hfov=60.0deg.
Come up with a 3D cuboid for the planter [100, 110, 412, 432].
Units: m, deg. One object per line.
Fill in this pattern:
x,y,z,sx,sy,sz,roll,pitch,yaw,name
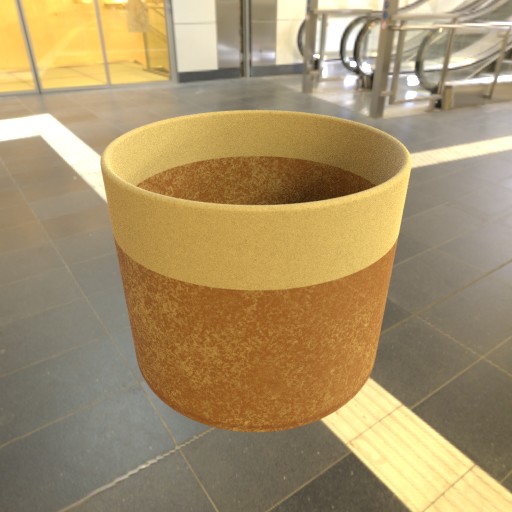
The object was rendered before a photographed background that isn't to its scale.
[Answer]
0.000,0.000,0.270,0.159,0.138,0.159,0,31,0,planter
